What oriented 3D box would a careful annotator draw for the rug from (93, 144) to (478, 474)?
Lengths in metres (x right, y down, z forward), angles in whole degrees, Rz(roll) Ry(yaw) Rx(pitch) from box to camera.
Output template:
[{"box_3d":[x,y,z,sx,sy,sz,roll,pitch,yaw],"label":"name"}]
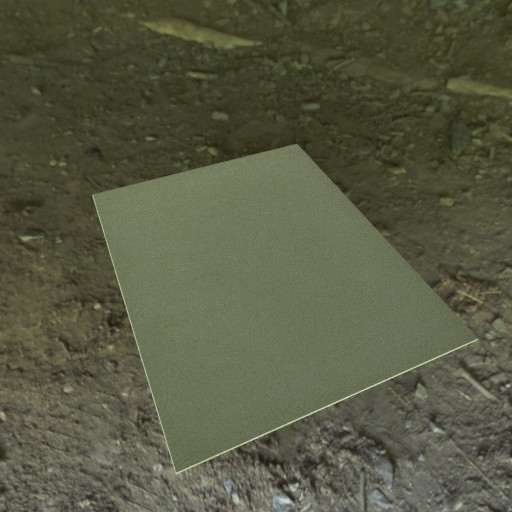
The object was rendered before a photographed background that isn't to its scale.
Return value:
[{"box_3d":[0.000,0.000,3.453,2.073,0.011,2.584,-18,49,-16],"label":"rug"}]
